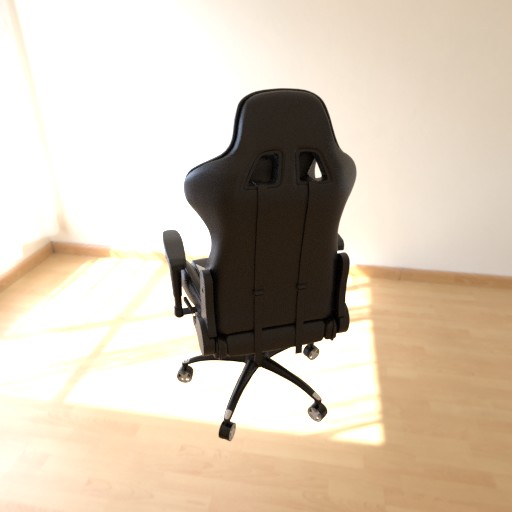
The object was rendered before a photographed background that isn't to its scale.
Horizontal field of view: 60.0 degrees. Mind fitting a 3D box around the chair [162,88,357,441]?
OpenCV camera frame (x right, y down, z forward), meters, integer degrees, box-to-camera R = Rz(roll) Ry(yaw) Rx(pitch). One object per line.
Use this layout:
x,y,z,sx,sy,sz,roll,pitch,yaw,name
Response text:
0.000,0.000,1.741,0.730,1.285,0.695,-7,27,-14,chair
